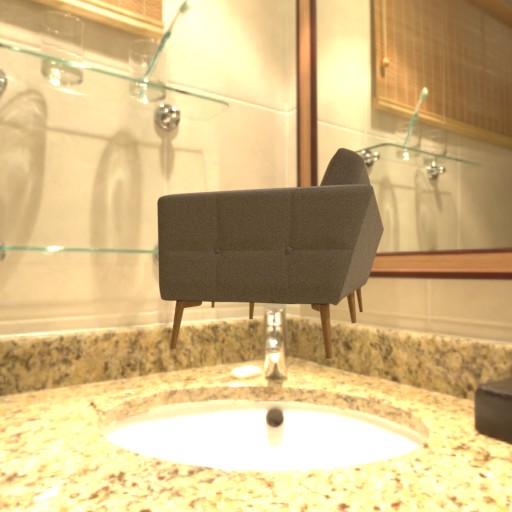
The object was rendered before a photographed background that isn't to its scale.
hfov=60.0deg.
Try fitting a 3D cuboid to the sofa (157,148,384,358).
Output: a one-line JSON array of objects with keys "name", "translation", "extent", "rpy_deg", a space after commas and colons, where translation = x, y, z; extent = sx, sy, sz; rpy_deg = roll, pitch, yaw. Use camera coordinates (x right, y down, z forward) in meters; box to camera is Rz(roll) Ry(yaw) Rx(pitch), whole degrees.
[{"name": "sofa", "translation": [0.000, 0.000, 2.819], "extent": [1.530, 0.860, 2.040], "rpy_deg": [0, -1, 17]}]
